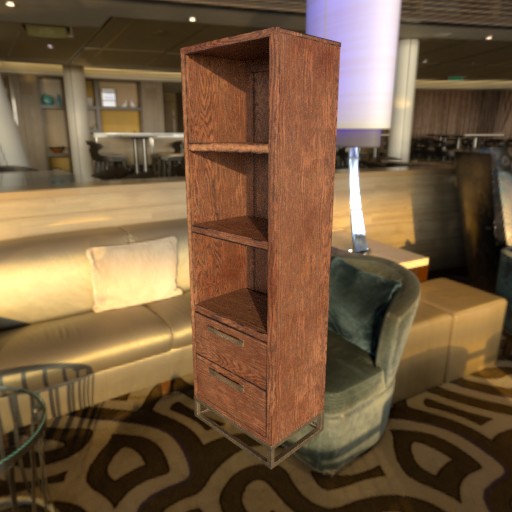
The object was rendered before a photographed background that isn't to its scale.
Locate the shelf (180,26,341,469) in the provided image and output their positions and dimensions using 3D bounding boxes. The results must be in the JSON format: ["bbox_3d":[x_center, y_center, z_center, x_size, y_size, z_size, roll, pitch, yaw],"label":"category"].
[{"bbox_3d":[0.000,0.000,1.983,0.395,1.732,0.539,-15,21,-43],"label":"shelf"}]
